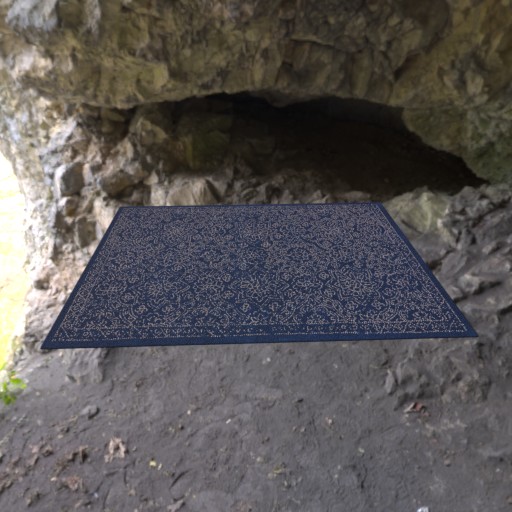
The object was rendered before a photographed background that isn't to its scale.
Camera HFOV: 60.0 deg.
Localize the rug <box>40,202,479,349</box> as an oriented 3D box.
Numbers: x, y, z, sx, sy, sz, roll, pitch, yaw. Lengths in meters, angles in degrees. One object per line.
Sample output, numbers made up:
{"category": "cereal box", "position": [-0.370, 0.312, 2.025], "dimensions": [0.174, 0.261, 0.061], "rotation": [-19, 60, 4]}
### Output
{"category": "rug", "position": [0.000, 0.000, 4.122], "dimensions": [3.048, 0.010, 2.438], "rotation": [-1, 30, -2]}
